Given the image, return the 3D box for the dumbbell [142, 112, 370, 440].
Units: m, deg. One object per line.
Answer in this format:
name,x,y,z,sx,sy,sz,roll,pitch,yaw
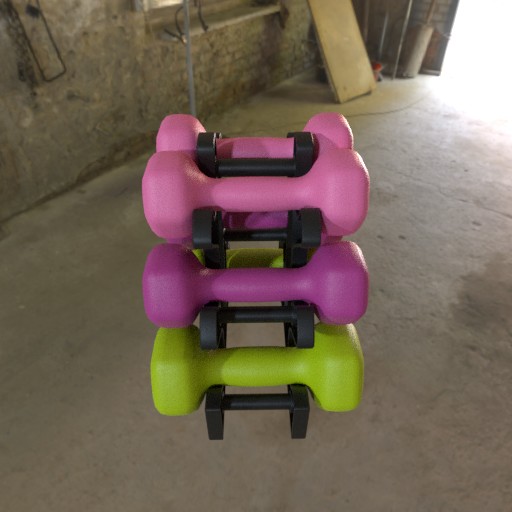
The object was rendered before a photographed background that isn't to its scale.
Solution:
dumbbell,0.000,0.000,0.451,0.203,0.261,0.257,-1,41,-1
